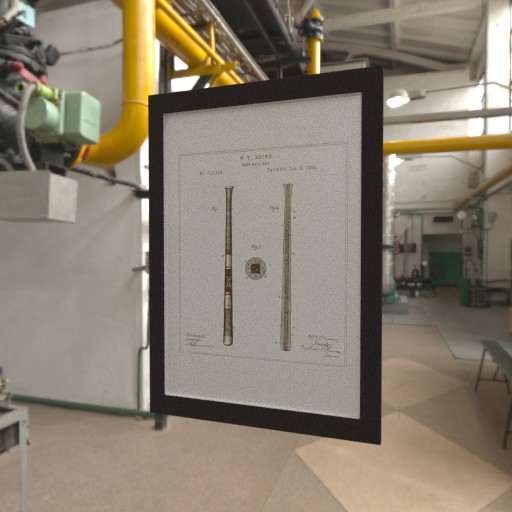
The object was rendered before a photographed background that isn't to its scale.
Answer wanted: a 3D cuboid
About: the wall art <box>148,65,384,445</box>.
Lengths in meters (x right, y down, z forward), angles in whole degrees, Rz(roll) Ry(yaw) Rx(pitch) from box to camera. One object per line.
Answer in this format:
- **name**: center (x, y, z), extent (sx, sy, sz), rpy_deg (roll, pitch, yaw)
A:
- **wall art**: center (0.000, 0.000, 0.682), extent (0.374, 0.529, 0.012), rpy_deg (0, 1, 19)
